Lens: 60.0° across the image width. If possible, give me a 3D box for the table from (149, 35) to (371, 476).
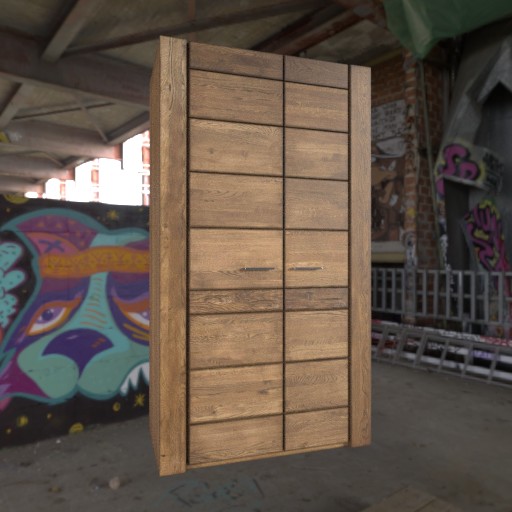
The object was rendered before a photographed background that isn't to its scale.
[{"bbox_3d":[0.000,0.000,2.444,1.100,2.000,0.600,0,0,-18],"label":"table"}]
